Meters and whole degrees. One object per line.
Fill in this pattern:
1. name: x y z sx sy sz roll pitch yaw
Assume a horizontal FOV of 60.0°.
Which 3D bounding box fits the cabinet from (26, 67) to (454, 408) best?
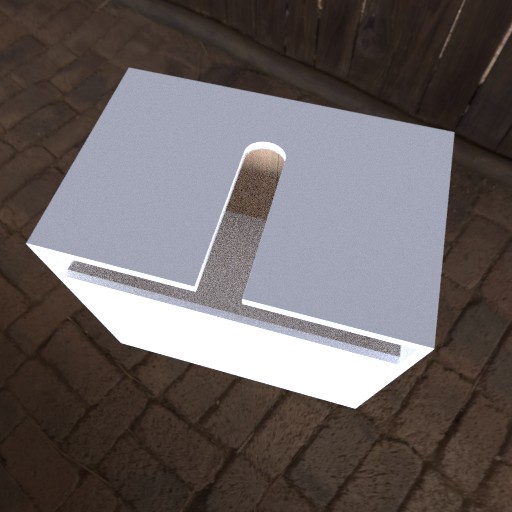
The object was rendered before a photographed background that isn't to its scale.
1. cabinet: 0.000 0.000 0.943 0.600 0.522 0.400 14 64 7
